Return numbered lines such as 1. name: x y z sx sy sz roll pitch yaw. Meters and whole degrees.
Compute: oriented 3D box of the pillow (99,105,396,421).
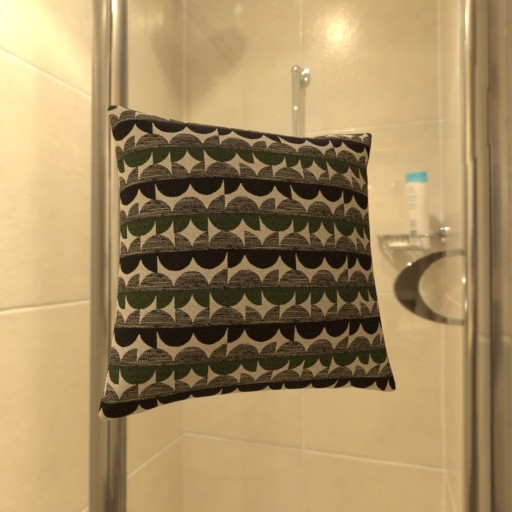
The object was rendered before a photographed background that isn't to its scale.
1. pillow: 0.000 0.000 0.632 0.419 0.404 0.180 0 -1 -19
